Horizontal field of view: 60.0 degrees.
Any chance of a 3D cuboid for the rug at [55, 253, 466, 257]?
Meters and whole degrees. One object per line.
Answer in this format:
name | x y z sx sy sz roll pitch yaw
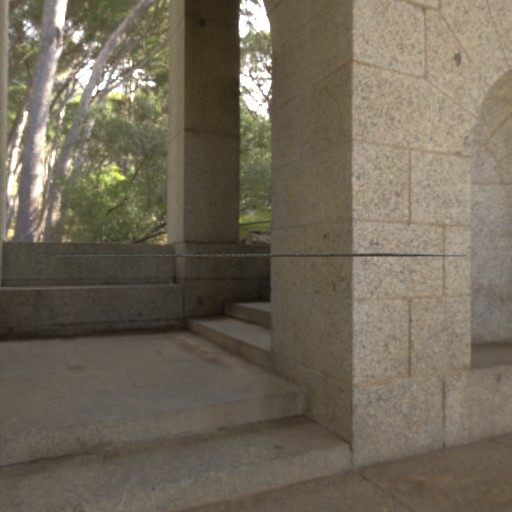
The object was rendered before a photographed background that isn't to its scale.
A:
rug | 0.000 0.000 4.265 3.371 0.008 2.190 0 0 35
